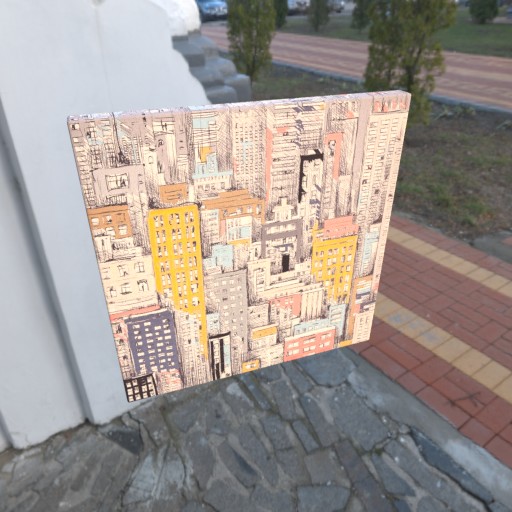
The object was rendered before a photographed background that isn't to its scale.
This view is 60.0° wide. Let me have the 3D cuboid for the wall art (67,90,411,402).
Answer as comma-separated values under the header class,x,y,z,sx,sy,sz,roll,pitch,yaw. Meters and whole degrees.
class,x,y,z,sx,sy,sz,roll,pitch,yaw
wall art,0.000,0.000,1.144,0.761,0.762,0.048,-10,33,-17
